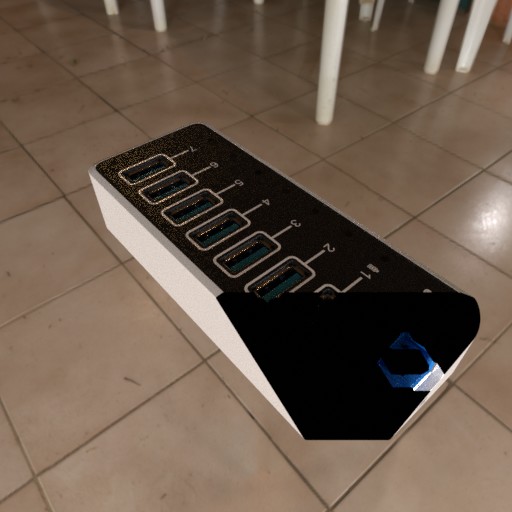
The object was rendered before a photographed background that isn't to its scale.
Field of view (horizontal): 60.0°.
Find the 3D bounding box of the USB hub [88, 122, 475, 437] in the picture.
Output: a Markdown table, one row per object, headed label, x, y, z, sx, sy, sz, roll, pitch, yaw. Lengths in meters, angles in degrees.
| label | x | y | z | sx | sy | sz | roll | pitch | yaw |
| --- | --- | --- | --- | --- | --- | --- | --- | --- | --- |
| USB hub | 0.000 | 0.000 | 0.124 | 0.044 | 0.023 | 0.110 | -32 | 54 | -27 |
